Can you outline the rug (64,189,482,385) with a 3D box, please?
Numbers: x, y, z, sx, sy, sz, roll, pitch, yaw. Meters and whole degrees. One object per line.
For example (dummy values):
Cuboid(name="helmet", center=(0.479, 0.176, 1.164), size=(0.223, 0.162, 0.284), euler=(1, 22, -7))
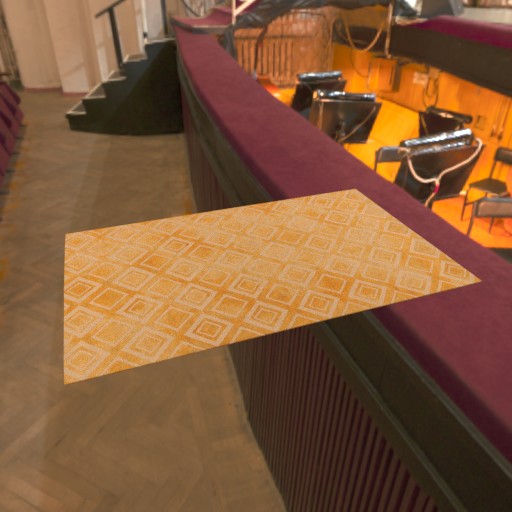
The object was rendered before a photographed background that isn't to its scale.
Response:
Cuboid(name="rug", center=(0.000, 0.000, 2.983), size=(2.424, 0.010, 1.511), euler=(-11, 33, -17))
